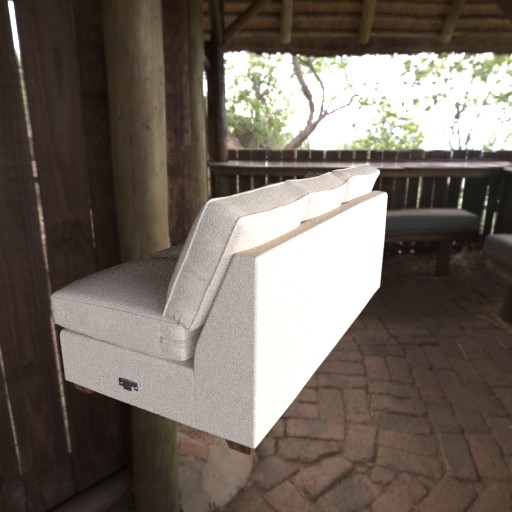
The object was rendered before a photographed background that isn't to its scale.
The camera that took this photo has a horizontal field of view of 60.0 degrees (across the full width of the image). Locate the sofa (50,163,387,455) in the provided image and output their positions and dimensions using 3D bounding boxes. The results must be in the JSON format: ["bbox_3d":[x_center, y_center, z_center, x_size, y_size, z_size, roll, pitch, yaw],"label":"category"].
[{"bbox_3d":[0.000,0.000,2.504,1.034,0.946,1.962,8,18,27],"label":"sofa"}]
